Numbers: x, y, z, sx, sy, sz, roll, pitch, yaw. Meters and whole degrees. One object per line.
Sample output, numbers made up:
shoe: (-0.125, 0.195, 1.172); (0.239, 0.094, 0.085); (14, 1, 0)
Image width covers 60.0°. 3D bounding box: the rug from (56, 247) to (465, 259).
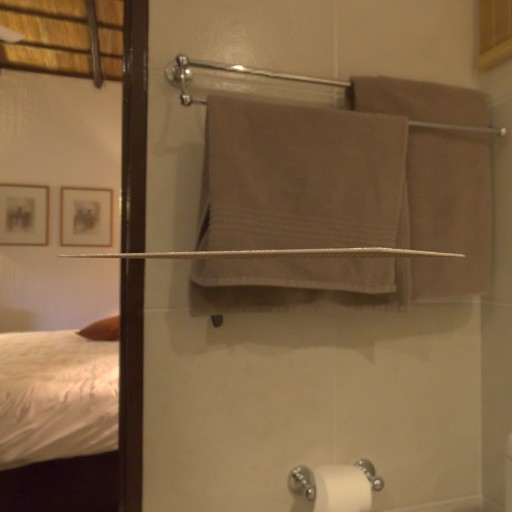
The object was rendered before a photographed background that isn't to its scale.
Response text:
rug: (0.000, 0.000, 3.562); (2.746, 0.018, 1.819); (-1, -1, 36)
